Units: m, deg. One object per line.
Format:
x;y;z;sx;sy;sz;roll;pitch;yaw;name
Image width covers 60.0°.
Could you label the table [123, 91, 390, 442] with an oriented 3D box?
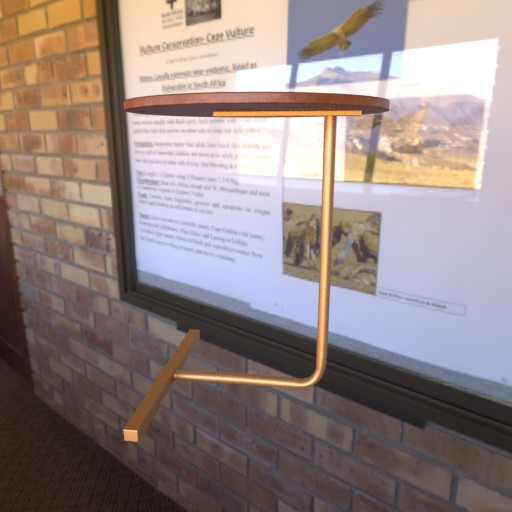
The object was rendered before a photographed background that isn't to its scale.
0.000;0.000;1.084;0.577;0.706;0.530;2;15;7;table
